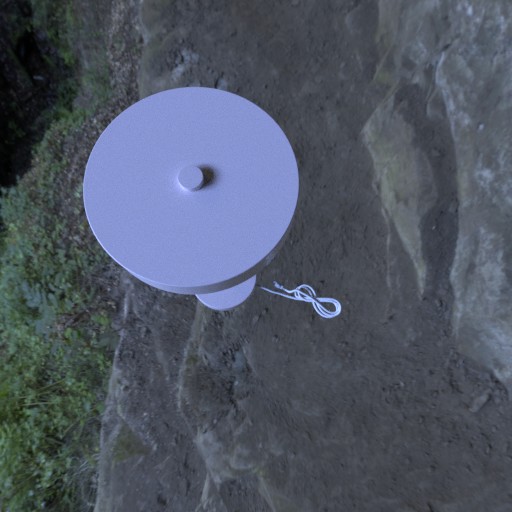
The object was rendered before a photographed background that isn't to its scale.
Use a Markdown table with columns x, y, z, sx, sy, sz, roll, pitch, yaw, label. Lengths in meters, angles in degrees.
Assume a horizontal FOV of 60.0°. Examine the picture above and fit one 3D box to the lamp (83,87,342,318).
| x | y | z | sx | sy | sz | roll | pitch | yaw | label |
| --- | --- | --- | --- | --- | --- | --- | --- | --- | --- |
| 0.000 | 0.000 | 0.701 | 0.369 | 0.508 | 0.229 | 14 | 76 | 4 | lamp |
